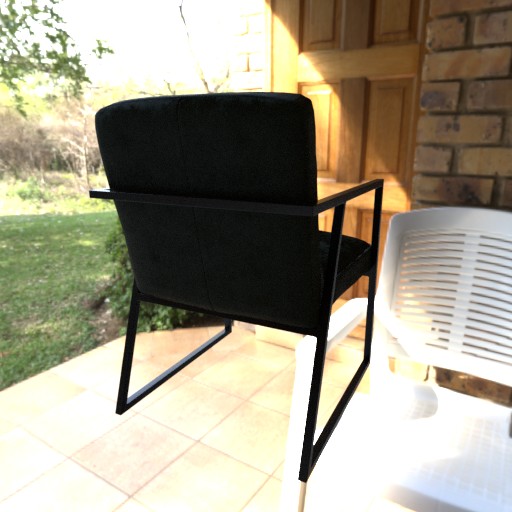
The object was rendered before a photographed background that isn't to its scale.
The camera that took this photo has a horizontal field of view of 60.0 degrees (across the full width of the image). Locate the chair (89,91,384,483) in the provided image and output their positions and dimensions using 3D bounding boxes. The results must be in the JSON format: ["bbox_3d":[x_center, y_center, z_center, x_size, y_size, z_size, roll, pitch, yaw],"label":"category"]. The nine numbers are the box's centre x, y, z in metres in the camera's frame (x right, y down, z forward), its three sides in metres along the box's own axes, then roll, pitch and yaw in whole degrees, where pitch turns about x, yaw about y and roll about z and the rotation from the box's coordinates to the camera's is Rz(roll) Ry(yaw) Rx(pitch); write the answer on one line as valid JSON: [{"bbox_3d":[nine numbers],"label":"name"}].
[{"bbox_3d":[0.000,0.000,1.271,0.571,0.833,0.677,8,17,26],"label":"chair"}]
